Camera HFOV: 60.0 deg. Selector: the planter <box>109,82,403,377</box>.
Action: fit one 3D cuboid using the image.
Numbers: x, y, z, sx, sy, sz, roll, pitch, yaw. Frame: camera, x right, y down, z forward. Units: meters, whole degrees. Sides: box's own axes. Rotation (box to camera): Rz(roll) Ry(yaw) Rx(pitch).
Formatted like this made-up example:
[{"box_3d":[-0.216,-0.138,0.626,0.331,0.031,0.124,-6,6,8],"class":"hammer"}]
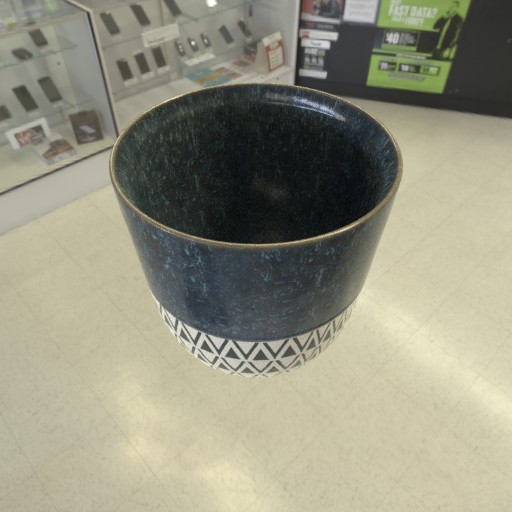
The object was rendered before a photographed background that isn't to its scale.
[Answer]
[{"box_3d":[0.000,0.000,0.377,0.195,0.214,0.195,0,46,0],"class":"planter"}]
